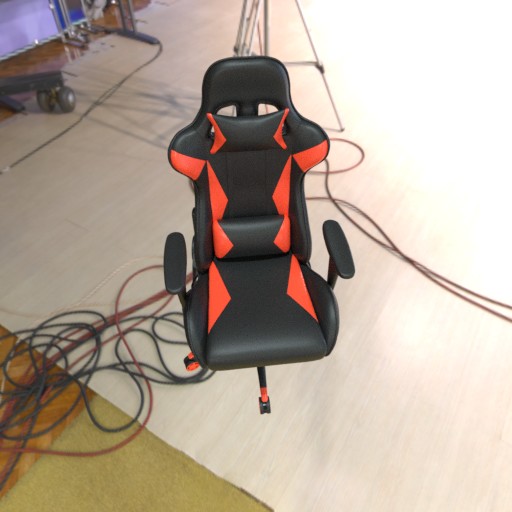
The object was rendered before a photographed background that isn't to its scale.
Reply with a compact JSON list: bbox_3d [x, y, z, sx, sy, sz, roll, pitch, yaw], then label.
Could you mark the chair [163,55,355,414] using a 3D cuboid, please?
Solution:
[{"bbox_3d":[0.000,0.000,1.691,0.695,1.282,0.730,-5,47,-5],"label":"chair"}]
